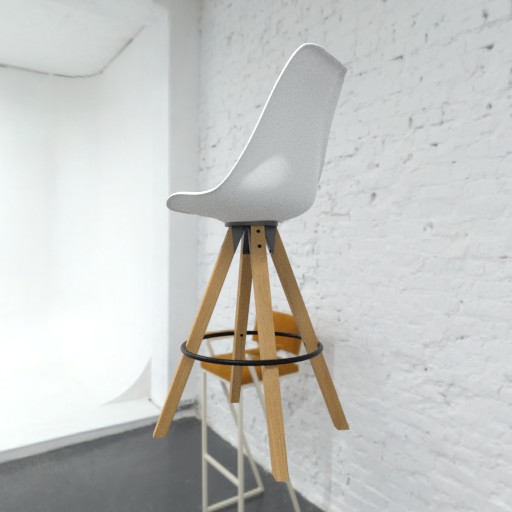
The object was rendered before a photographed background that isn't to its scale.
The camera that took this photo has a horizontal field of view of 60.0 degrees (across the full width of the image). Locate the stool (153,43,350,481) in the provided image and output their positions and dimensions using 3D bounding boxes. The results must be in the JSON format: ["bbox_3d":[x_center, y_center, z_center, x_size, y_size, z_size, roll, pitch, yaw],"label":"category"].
[{"bbox_3d":[0.000,0.000,1.387,0.549,1.115,0.482,1,1,35],"label":"stool"}]
